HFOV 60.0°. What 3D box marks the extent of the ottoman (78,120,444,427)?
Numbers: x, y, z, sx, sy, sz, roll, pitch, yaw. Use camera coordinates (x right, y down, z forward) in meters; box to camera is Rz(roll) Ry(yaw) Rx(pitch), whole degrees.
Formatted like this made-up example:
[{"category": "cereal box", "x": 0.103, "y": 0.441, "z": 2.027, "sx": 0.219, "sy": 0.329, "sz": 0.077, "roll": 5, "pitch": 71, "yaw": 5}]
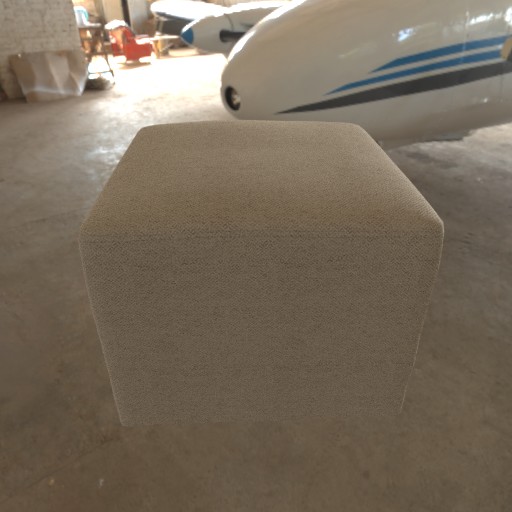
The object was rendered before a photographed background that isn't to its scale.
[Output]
[{"category": "ottoman", "x": 0.000, "y": 0.000, "z": 0.902, "sx": 0.512, "sy": 0.453, "sz": 0.521, "roll": -1, "pitch": 32, "yaw": -2}]
